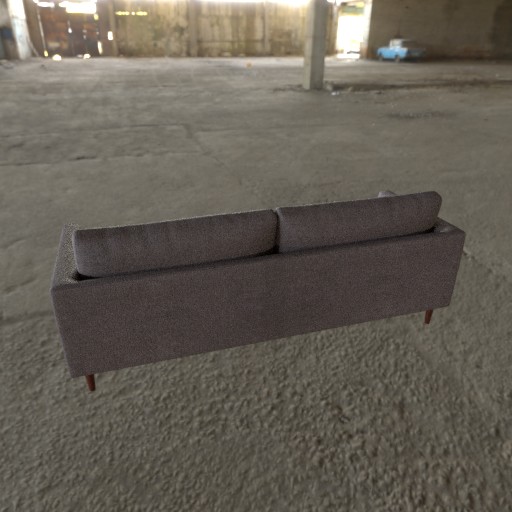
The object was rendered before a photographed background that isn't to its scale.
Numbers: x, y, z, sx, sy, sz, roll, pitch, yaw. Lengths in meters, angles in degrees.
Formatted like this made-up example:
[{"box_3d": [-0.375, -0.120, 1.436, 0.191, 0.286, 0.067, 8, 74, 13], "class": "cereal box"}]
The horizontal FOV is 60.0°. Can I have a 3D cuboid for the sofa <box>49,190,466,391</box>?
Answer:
[{"box_3d": [0.000, 0.000, 2.780, 2.250, 0.868, 1.020, -8, 27, -15], "class": "sofa"}]
